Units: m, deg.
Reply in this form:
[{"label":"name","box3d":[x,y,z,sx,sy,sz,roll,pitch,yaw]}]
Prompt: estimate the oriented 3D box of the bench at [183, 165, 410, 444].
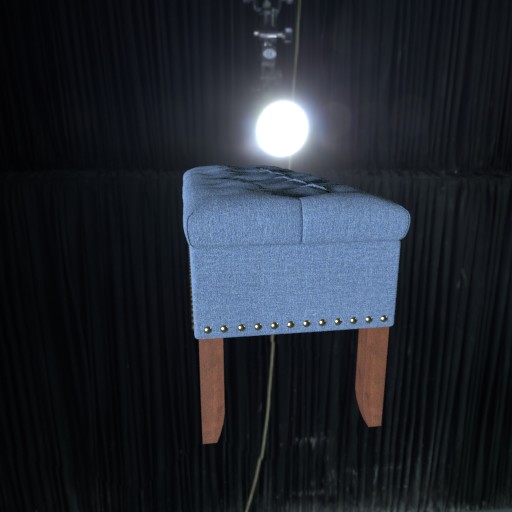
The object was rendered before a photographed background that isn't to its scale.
[{"label":"bench","box3d":[0.000,0.000,1.326,0.417,0.492,1.052,-2,15,-9]}]
